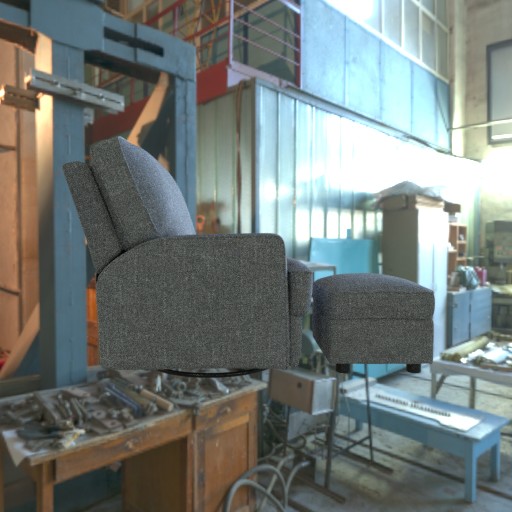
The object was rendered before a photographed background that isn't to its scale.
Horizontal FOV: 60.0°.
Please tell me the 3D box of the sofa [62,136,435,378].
[{"bbox_3d":[0.000,0.000,2.055,1.472,0.959,0.861,0,1,0],"label":"sofa"}]
